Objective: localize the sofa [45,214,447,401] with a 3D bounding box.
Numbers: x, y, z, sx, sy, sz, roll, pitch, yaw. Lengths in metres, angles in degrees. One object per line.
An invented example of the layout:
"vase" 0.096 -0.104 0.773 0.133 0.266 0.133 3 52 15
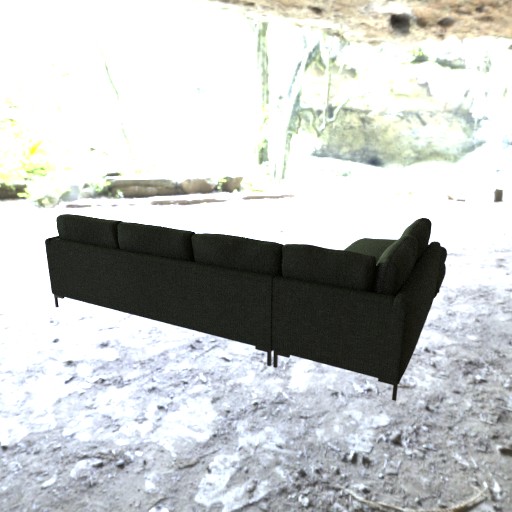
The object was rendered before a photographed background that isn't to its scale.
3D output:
"sofa" 0.000 0.000 3.884 2.949 0.815 2.007 9 19 27
